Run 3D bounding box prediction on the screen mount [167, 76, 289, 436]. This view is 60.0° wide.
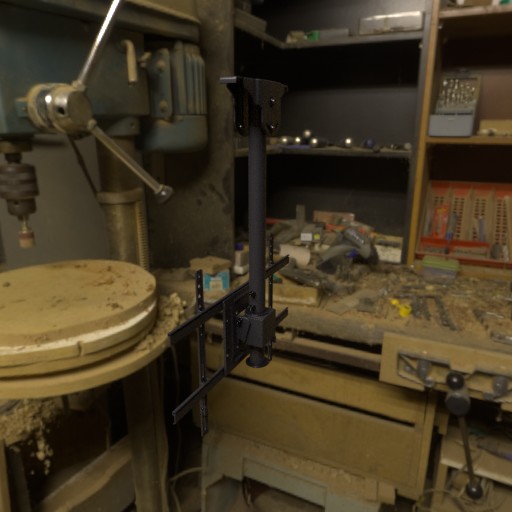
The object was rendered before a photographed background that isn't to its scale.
[{"bbox_3d":[0.000,0.000,1.056,0.090,0.775,0.595,8,18,25],"label":"screen mount"}]
